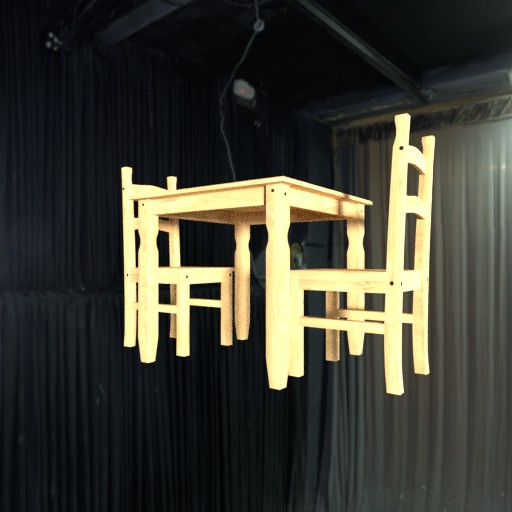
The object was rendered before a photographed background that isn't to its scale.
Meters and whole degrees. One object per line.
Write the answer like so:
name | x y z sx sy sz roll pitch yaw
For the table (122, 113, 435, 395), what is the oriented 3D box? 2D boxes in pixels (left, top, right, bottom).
table | 0.000 0.000 2.059 1.501 0.942 0.813 0 -1 36
